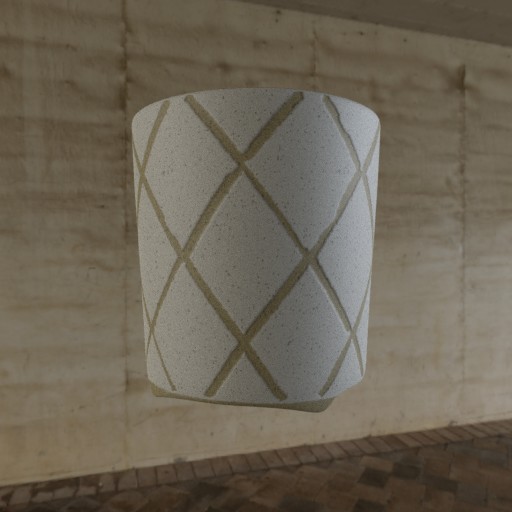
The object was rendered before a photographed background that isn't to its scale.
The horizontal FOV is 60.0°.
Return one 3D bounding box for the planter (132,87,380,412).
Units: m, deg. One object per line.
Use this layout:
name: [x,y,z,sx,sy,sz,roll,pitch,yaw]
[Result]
planter: [0.000,0.000,0.354,0.191,0.199,0.191,0,0,0]
